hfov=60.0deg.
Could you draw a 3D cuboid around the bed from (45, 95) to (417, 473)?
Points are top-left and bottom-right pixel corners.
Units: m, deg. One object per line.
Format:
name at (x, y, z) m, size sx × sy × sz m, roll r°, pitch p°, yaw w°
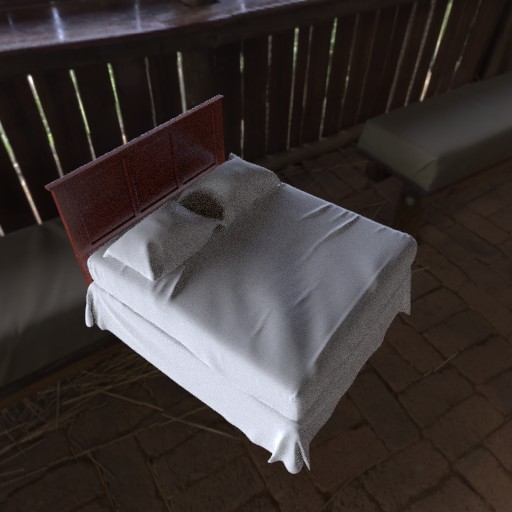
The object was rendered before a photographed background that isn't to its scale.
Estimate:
bed at (0.000, 0.000, 3.201) m, size 2.050 × 1.270 × 1.870 m, roll 28°, pitch 50°, yaw 26°
